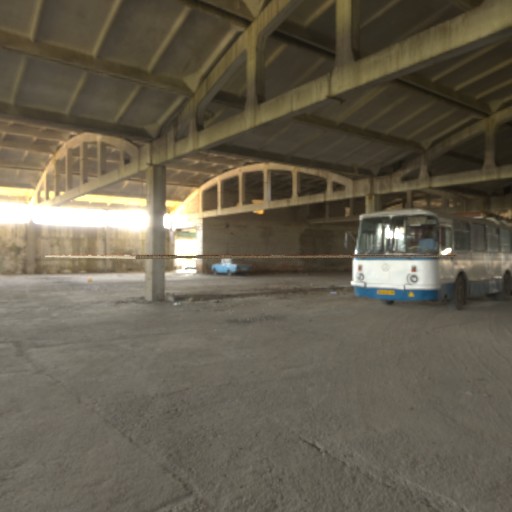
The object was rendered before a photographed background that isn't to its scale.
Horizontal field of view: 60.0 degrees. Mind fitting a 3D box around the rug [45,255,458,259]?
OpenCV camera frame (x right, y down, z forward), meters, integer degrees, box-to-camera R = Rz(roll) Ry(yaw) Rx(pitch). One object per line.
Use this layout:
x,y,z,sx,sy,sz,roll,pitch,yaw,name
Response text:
0.000,0.000,2.963,2.286,0.016,1.555,0,0,-37,rug
